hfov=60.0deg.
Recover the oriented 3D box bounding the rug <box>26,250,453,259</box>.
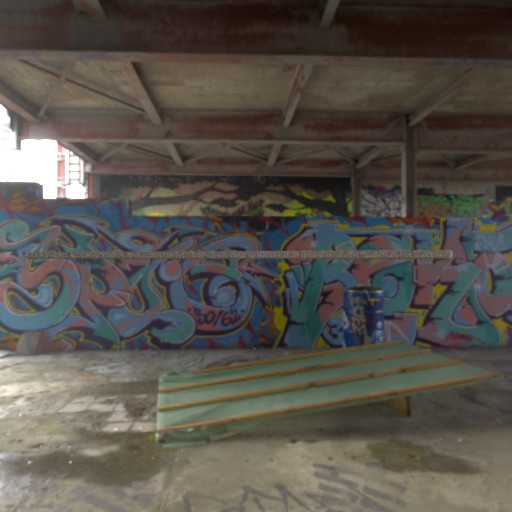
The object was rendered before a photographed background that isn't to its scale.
[{"bbox_3d":[0.000,0.000,2.115,1.600,0.027,1.200,0,0,17],"label":"rug"}]
